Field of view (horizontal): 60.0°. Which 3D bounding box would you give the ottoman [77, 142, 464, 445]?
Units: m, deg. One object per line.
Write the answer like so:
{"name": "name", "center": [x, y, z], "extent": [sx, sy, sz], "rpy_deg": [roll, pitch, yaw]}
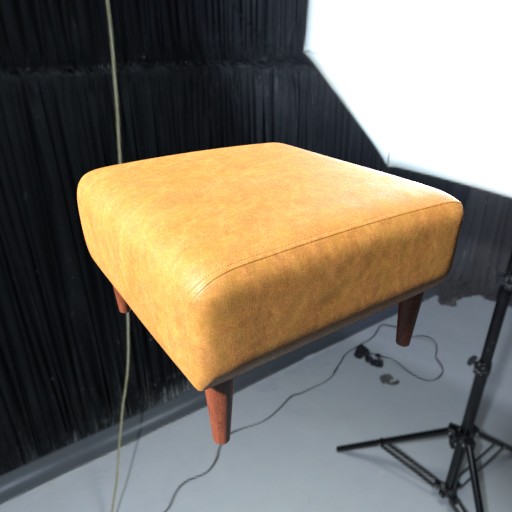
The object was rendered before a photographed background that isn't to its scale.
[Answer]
{"name": "ottoman", "center": [0.000, 0.000, 1.051], "extent": [0.650, 0.399, 0.650], "rpy_deg": [-17, 31, -30]}
